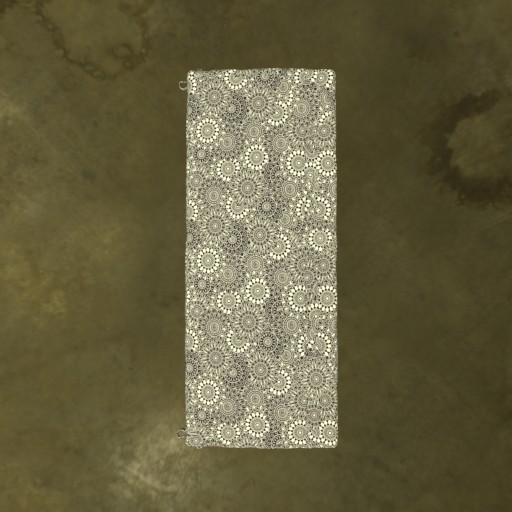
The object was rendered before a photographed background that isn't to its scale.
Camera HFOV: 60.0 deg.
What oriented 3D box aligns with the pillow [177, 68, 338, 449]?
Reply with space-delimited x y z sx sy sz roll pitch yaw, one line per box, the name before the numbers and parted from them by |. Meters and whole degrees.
pillow | 0.000 0.000 1.362 0.492 0.081 1.187 0 88 1
